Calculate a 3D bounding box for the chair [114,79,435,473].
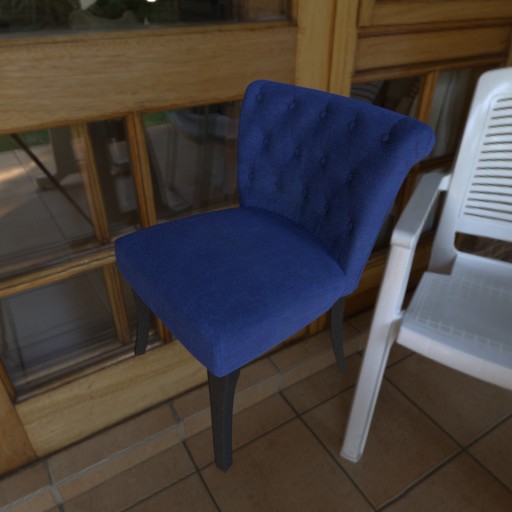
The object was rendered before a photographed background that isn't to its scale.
[{"bbox_3d":[0.000,0.000,1.177,0.606,0.753,0.585,-22,39,-31],"label":"chair"}]
